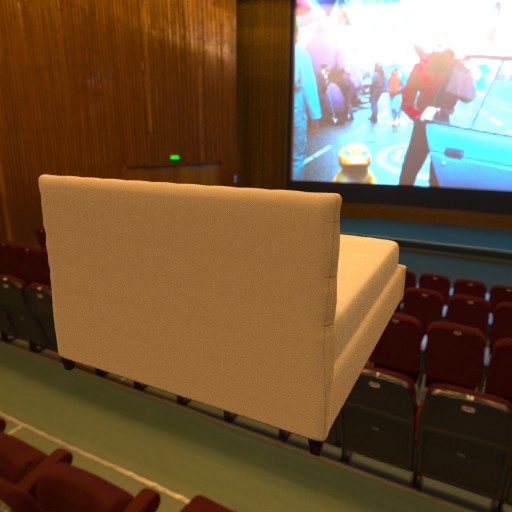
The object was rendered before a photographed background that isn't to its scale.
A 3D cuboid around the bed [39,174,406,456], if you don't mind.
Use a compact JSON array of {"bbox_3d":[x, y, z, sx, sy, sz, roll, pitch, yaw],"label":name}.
[{"bbox_3d":[0.000,0.000,3.656,2.078,1.427,2.387,8,18,26],"label":"bed"}]
